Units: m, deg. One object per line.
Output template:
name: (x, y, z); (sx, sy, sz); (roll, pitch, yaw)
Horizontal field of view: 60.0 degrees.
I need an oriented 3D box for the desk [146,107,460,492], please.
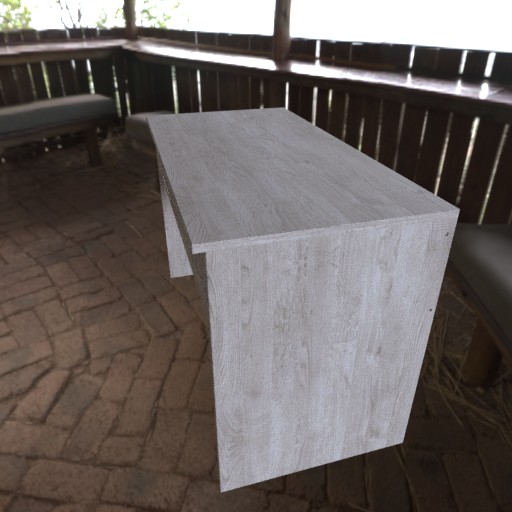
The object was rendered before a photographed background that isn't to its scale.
desk: (0.000, 0.000, 1.490); (0.560, 0.730, 1.100); (-8, 30, -14)
